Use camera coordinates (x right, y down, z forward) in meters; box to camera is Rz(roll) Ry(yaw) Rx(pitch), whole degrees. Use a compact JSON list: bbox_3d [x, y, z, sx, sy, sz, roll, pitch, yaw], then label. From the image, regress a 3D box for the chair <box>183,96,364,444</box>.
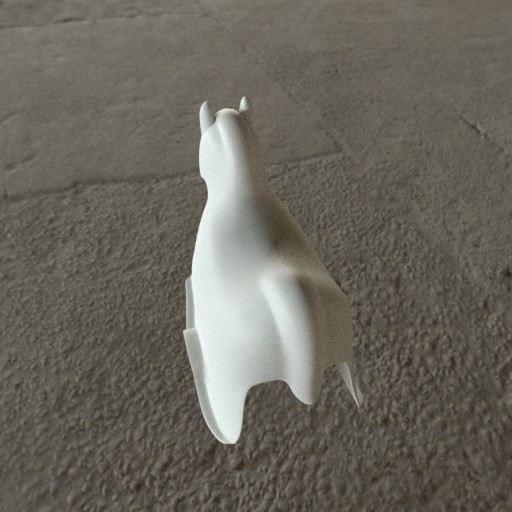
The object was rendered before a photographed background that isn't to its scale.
[{"bbox_3d":[0.000,0.000,1.141,0.429,0.612,0.800,-11,43,-12],"label":"chair"}]
